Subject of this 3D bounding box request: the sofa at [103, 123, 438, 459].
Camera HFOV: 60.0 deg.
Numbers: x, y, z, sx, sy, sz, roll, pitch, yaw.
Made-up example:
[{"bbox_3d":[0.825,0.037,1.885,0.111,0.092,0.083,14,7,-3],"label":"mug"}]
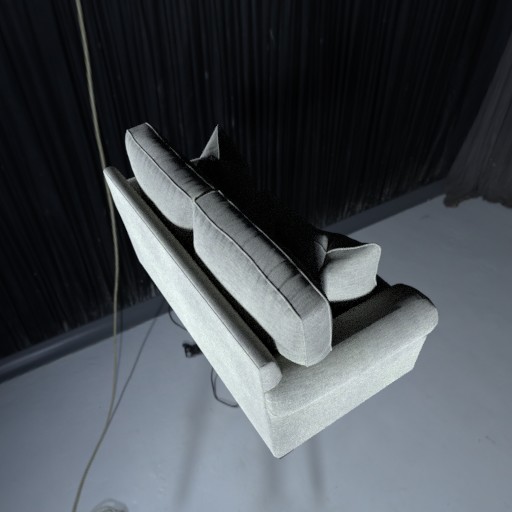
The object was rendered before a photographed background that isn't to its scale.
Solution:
[{"bbox_3d":[0.000,0.000,2.278,0.966,0.966,1.701,-23,46,-25],"label":"sofa"}]
